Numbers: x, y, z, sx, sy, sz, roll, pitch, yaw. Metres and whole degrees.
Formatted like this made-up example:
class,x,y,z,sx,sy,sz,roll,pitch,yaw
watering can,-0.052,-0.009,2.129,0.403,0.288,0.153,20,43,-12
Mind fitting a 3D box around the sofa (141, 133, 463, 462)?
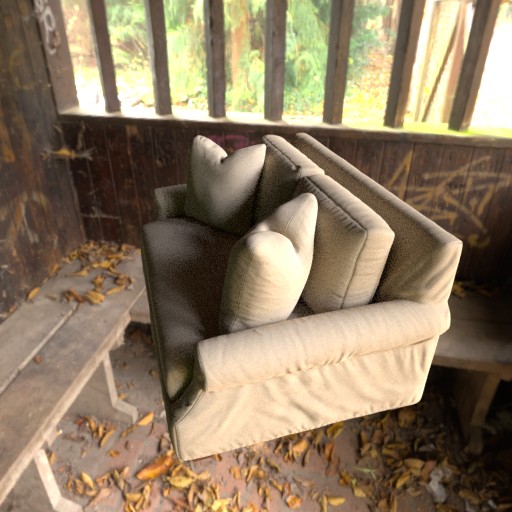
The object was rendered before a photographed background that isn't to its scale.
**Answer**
class,x,y,z,sx,sy,sz,roll,pitch,yaw
sofa,0.000,0.000,2.134,1.070,0.905,1.550,-9,32,-14
